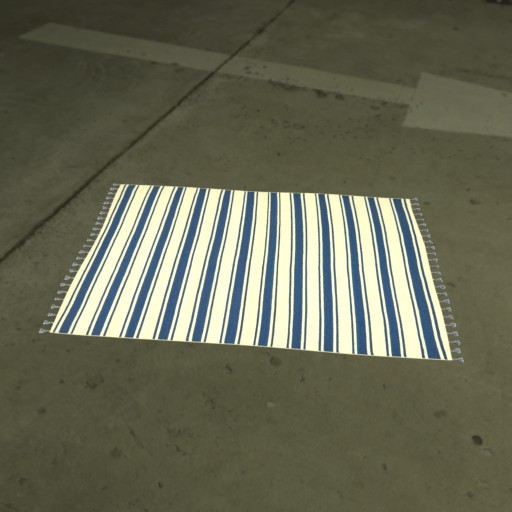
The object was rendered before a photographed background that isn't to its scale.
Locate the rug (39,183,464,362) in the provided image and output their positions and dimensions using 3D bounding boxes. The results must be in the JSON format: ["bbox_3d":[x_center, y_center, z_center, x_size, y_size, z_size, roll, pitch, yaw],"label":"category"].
[{"bbox_3d":[0.000,0.000,2.594,2.108,0.009,1.248,3,46,3],"label":"rug"}]
